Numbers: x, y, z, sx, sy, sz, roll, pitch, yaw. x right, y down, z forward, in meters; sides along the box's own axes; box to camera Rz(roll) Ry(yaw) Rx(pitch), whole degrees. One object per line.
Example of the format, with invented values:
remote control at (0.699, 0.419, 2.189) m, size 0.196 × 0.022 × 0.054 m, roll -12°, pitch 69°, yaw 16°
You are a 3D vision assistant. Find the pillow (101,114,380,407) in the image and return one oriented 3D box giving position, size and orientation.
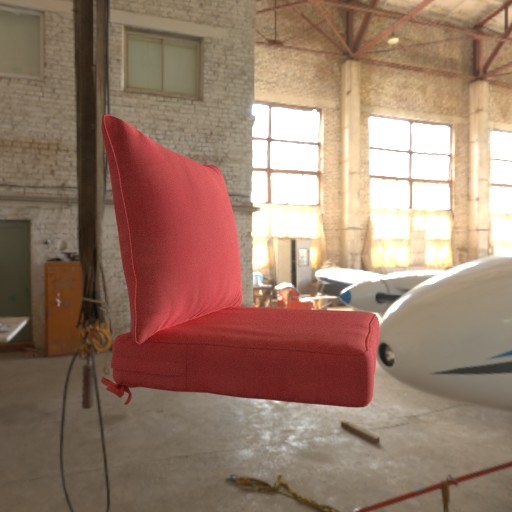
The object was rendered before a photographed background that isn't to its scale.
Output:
pillow at (0.000, 0.000, 1.384) m, size 0.733 × 0.725 × 0.798 m, roll 0°, pitch 1°, yaw 17°
